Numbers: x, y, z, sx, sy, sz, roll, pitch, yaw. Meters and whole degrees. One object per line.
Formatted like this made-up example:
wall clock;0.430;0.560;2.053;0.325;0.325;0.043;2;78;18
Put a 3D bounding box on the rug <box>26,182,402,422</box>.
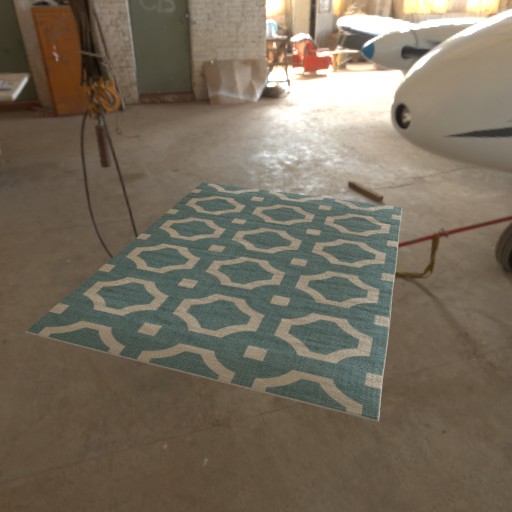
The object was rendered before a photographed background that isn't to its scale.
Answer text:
rug;0.000;0.000;4.073;2.466;0.021;3.049;10;32;16
